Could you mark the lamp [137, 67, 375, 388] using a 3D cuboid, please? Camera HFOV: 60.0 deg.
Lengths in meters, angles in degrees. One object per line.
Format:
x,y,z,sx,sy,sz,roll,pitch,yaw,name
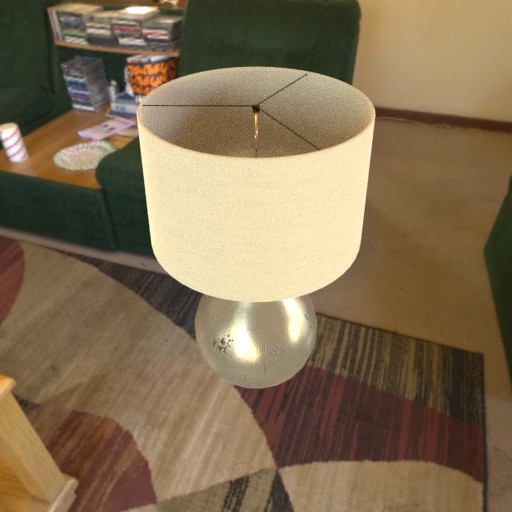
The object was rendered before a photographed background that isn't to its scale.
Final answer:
0.000,0.000,0.748,0.330,0.521,0.330,0,40,0,lamp
